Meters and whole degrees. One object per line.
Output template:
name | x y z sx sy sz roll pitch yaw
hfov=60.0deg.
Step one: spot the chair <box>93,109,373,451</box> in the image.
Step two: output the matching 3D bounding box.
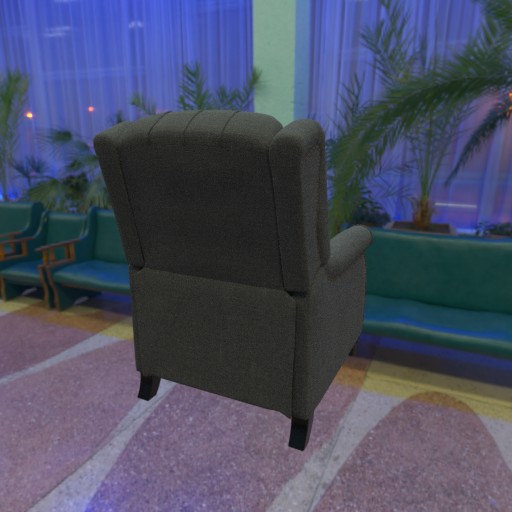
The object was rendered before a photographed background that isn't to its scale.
chair | 0.000 0.000 1.688 0.742 1.035 0.898 8 17 25
